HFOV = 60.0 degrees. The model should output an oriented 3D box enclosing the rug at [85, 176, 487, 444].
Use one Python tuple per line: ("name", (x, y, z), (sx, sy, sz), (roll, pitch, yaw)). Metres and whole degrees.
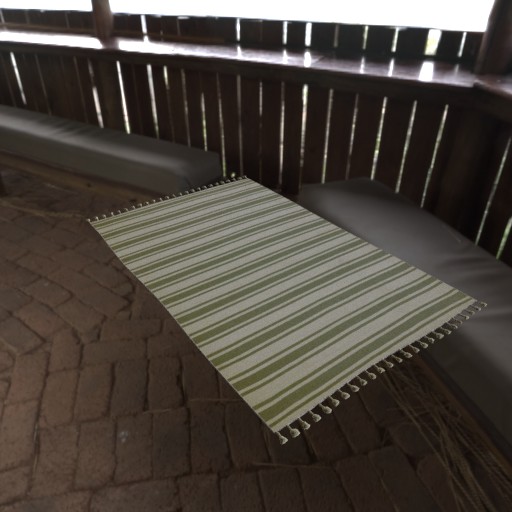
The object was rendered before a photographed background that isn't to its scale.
("rug", (0.000, 0.000, 2.288), (1.162, 0.013, 1.875), (-21, 38, -30))
